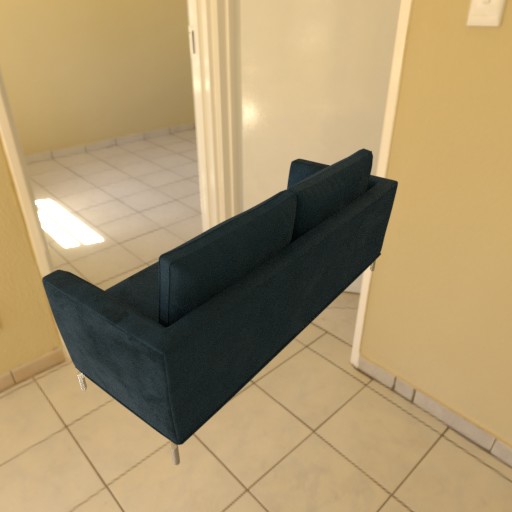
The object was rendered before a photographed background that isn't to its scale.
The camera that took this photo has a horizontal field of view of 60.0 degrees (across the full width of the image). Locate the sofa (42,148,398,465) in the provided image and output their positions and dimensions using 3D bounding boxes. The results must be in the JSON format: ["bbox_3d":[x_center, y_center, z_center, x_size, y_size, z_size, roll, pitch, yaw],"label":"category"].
[{"bbox_3d":[0.000,0.000,2.713,0.853,0.998,2.212,21,37,32],"label":"sofa"}]
